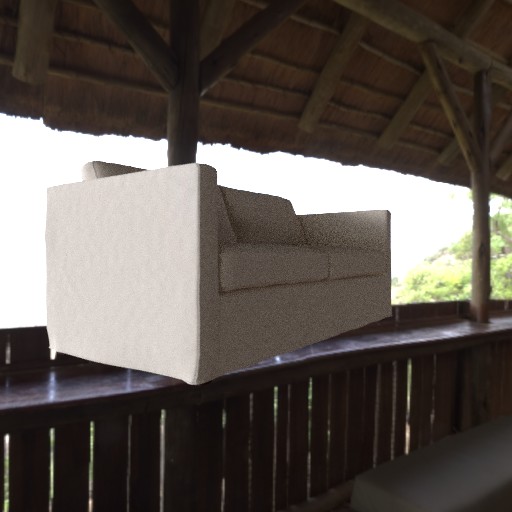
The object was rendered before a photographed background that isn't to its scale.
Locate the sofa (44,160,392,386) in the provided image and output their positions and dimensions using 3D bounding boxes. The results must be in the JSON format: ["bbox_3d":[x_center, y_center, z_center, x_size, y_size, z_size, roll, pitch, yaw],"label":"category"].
[{"bbox_3d":[0.000,0.000,2.491,0.940,0.870,1.987,0,0,35],"label":"sofa"}]
